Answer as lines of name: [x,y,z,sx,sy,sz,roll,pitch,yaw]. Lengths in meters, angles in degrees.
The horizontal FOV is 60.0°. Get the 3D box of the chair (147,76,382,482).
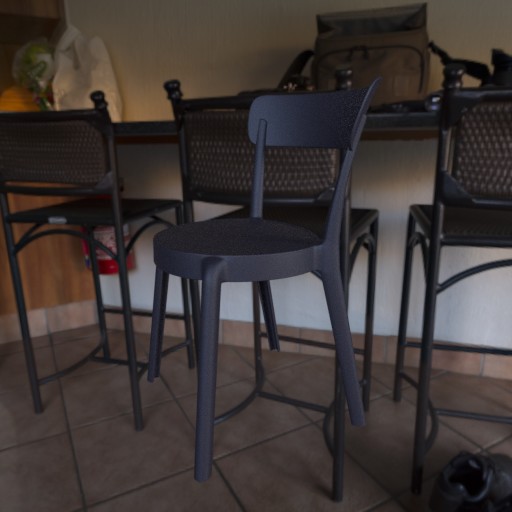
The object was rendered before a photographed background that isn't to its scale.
chair: [0.000,0.000,1.089,0.491,0.790,0.506,-8,17,-25]
